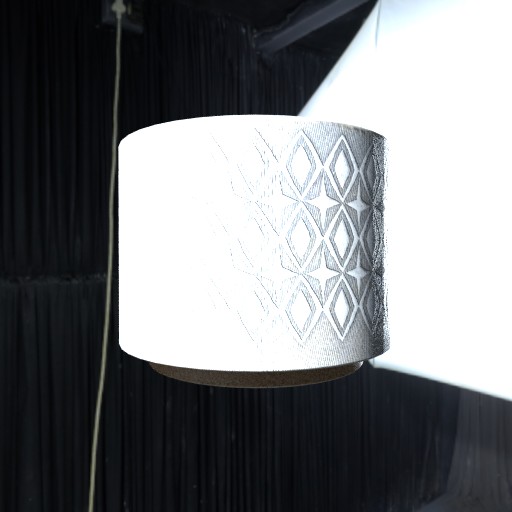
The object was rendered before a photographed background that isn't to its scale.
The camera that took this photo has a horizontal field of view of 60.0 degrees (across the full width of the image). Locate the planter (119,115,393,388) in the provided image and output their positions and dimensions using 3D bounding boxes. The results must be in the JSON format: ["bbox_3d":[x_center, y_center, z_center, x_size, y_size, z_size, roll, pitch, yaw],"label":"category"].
[{"bbox_3d":[0.000,0.000,0.316,0.186,0.144,0.186,0,1,0],"label":"planter"}]
